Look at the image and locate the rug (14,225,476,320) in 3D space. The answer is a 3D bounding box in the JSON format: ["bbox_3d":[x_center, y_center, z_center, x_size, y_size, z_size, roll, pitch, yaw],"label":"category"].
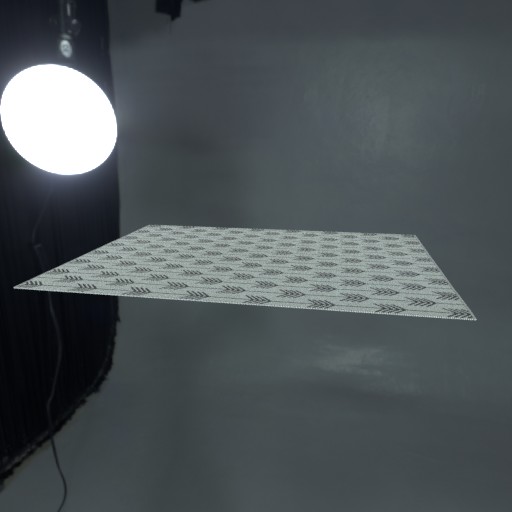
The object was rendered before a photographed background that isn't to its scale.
[{"bbox_3d":[0.000,0.000,3.961,3.061,0.010,2.330,3,15,10],"label":"rug"}]
